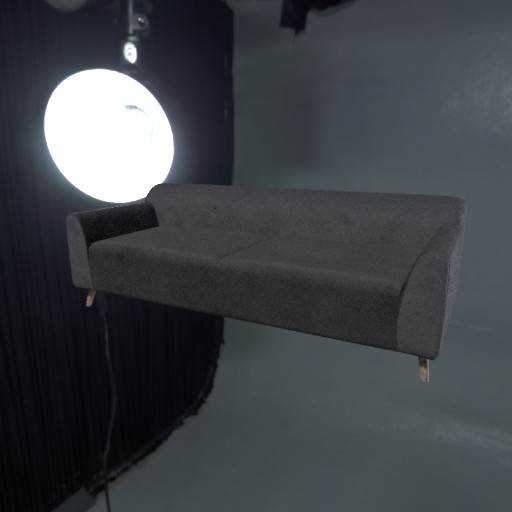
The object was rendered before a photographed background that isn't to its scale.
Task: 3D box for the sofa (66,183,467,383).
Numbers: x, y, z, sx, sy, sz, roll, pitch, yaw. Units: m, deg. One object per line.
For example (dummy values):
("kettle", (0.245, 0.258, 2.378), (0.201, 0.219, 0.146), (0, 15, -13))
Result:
("sofa", (0.000, 0.000, 2.648), (2.190, 0.740, 0.900), (7, 15, 27))
